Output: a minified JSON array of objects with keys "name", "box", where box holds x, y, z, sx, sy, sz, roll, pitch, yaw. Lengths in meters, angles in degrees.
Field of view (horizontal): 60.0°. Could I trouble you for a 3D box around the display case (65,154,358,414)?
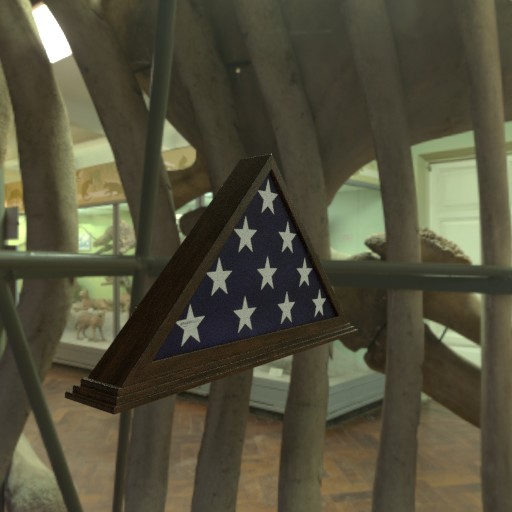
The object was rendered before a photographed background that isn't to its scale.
[{"name":"display case","box":[0.000,0.000,0.758,0.095,0.340,0.640,0,0,36]}]
